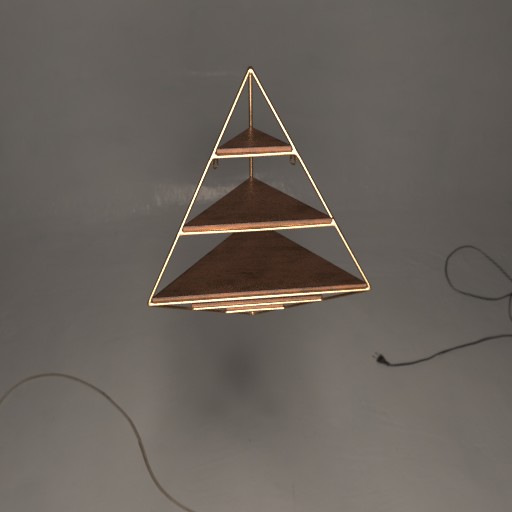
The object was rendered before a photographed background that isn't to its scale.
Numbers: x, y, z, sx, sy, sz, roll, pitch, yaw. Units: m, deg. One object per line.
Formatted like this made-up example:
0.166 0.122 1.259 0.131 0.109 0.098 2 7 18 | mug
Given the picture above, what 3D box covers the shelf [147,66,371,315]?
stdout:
0.000 0.000 1.210 0.564 0.913 0.294 -4 46 -4 | shelf
